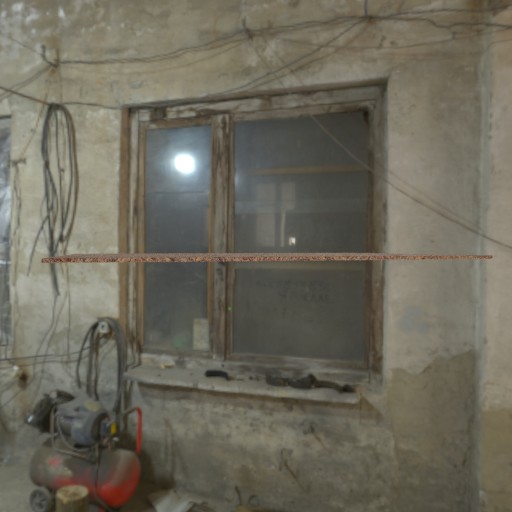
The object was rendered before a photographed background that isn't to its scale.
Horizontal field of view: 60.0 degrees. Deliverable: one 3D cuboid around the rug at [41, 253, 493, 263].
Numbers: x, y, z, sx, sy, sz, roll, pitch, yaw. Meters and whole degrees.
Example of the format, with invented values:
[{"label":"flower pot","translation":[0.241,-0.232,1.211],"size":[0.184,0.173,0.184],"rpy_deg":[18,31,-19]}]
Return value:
[{"label":"rug","translation":[0.000,0.000,2.847],"size":[2.285,0.019,1.523],"rpy_deg":[0,1,-17]}]
